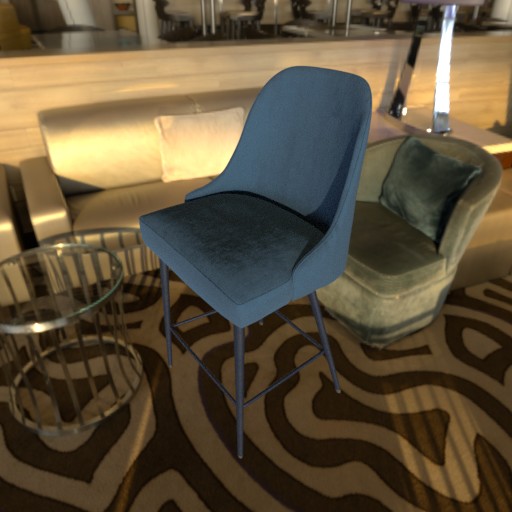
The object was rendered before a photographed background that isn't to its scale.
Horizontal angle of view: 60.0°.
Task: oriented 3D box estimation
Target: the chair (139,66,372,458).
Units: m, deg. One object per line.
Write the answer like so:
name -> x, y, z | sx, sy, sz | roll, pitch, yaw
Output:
chair -> 0.000, 0.000, 1.236 | 0.489, 0.927, 0.526 | -21, 37, -30
